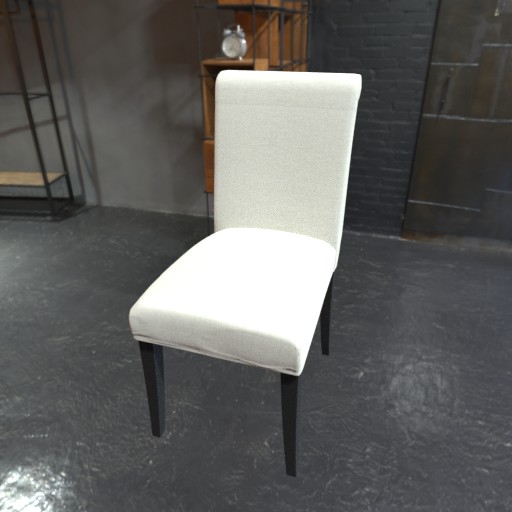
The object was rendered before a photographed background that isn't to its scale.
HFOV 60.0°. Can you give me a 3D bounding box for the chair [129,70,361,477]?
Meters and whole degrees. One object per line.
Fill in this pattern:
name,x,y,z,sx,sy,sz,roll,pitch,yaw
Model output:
chair,0.000,0.000,1.329,0.452,0.976,0.708,9,28,16
